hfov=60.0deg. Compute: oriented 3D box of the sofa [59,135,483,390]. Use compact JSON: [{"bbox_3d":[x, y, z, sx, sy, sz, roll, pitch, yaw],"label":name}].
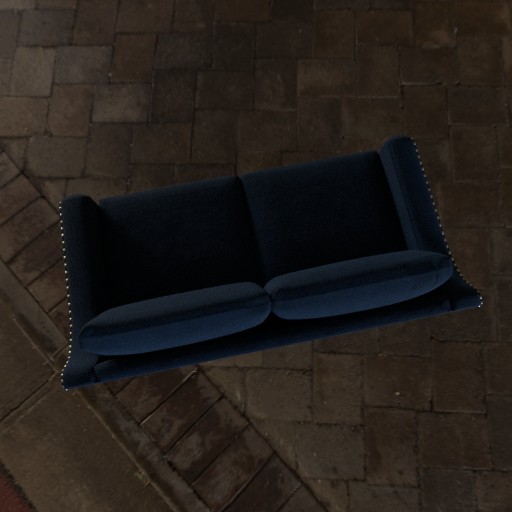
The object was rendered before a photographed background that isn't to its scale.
[{"bbox_3d":[0.000,0.000,2.607,2.107,0.983,1.104,-11,76,-3],"label":"sofa"}]
